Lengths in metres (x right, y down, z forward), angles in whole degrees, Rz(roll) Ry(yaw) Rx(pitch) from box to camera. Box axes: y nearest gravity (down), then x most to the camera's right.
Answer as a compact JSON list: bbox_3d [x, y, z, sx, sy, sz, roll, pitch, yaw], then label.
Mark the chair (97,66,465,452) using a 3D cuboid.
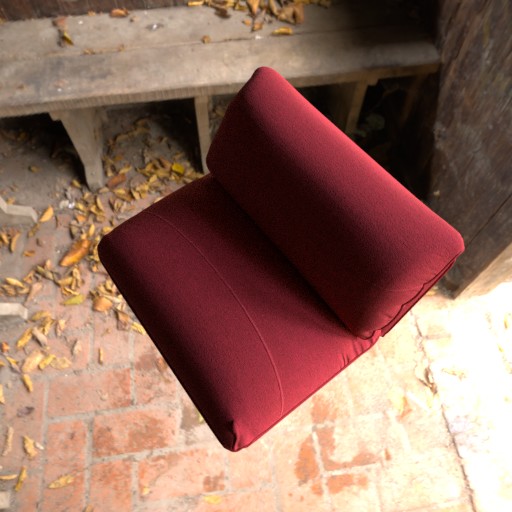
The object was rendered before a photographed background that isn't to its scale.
[{"bbox_3d":[0.000,0.000,1.345,0.780,0.580,0.820,-34,67,-16],"label":"chair"}]
